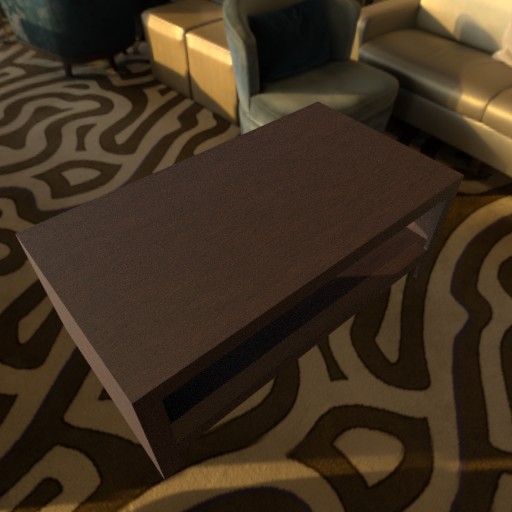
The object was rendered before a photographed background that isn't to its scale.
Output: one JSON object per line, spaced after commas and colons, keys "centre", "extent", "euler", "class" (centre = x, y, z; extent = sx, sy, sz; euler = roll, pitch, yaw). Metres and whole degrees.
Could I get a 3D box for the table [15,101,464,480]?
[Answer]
{"centre": [0.000, 0.000, 1.368], "extent": [1.099, 0.424, 0.597], "euler": [-31, 53, -27], "class": "table"}
